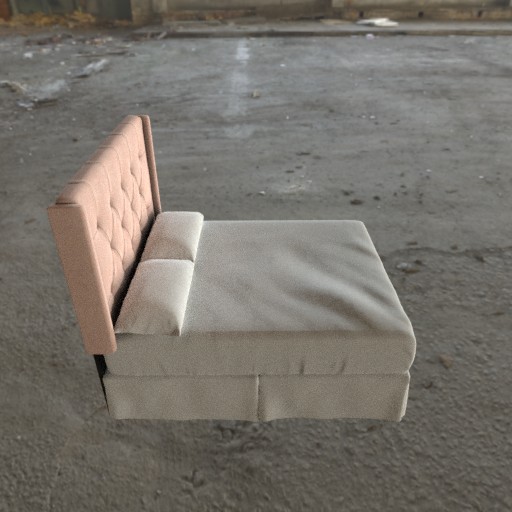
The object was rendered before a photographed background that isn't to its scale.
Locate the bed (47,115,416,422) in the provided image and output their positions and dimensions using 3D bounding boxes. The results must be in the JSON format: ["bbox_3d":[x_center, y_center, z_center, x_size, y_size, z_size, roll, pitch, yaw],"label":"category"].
[{"bbox_3d":[0.000,0.000,3.295,2.066,1.665,1.719,0,33,-1],"label":"bed"}]
